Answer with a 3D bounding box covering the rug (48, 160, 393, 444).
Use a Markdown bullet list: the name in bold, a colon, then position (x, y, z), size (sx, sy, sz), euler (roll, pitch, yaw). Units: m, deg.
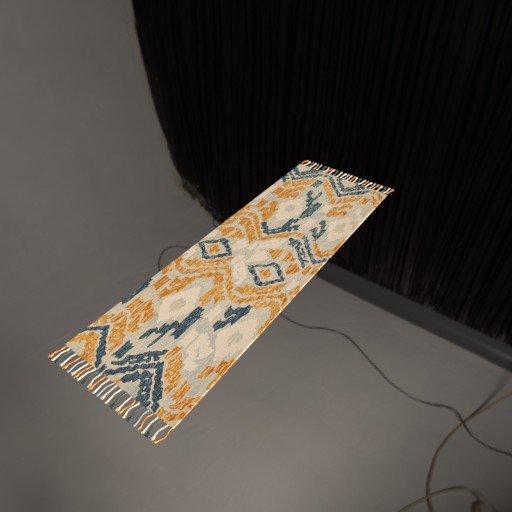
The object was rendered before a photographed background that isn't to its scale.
- **rug**: position (0.000, 0.000, 2.757), size (0.783, 0.010, 2.437), euler (26, 47, 26)
